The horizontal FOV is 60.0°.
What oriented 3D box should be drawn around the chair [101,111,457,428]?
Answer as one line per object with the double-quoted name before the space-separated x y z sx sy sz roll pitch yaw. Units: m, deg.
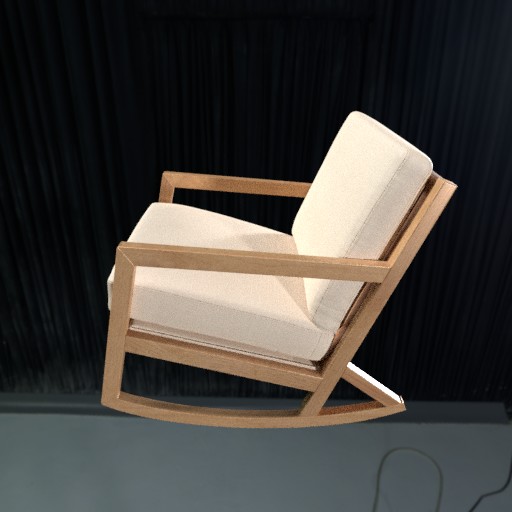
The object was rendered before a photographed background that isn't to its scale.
"chair" 0.000 0.000 1.366 0.857 0.790 0.622 0 27 -1
